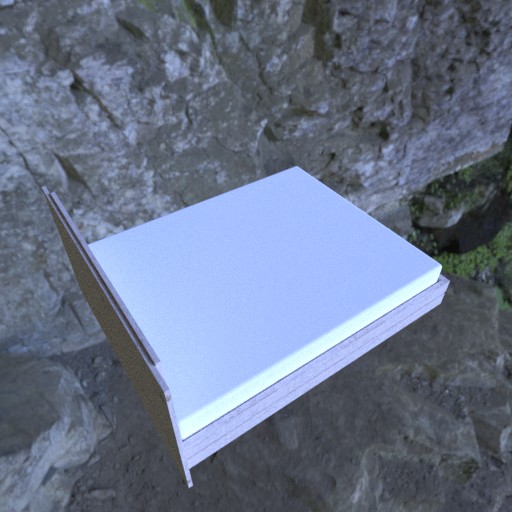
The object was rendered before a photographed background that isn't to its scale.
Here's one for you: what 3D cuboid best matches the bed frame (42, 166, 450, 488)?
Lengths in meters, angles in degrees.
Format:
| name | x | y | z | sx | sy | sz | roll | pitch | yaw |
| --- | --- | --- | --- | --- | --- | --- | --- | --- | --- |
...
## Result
| name | x | y | z | sx | sy | sz | roll | pitch | yaw |
| --- | --- | --- | --- | --- | --- | --- | --- | --- | --- |
| bed frame | 0.000 | 0.000 | 3.013 | 2.080 | 0.970 | 1.750 | -25 | 48 | -25 |
